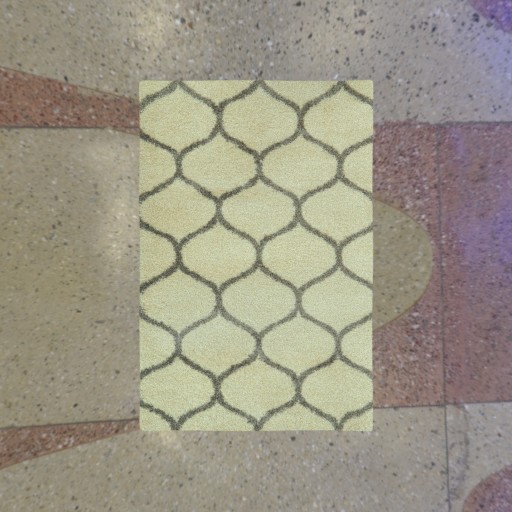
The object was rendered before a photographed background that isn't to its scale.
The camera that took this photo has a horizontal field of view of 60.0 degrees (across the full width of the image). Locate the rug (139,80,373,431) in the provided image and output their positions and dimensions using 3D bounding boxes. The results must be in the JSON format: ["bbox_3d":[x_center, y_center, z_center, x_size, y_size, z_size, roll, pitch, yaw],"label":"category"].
[{"bbox_3d":[0.000,0.000,3.417,1.801,0.026,2.701,0,90,0],"label":"rug"}]
